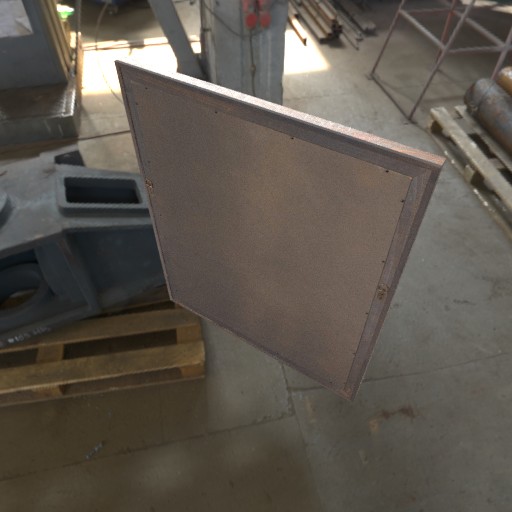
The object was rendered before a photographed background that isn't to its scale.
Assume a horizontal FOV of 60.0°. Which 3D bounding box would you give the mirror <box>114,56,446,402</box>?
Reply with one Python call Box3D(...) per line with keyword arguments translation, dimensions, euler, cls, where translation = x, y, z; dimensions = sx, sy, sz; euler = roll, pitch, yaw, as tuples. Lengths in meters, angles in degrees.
Box3D(translation=(0.000, 0.000, 1.185), dimensions=(0.730, 0.882, 0.032), euler=(25, 52, 21), cls="mirror")
